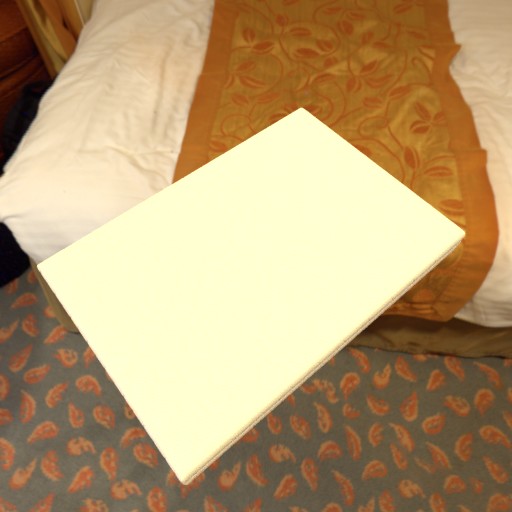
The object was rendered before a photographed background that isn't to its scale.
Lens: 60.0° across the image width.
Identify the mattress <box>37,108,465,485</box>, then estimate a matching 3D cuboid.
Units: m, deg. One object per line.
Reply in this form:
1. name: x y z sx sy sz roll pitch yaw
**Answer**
1. mattress: 0.000 0.000 2.553 2.000 0.200 1.400 -36 65 -19
